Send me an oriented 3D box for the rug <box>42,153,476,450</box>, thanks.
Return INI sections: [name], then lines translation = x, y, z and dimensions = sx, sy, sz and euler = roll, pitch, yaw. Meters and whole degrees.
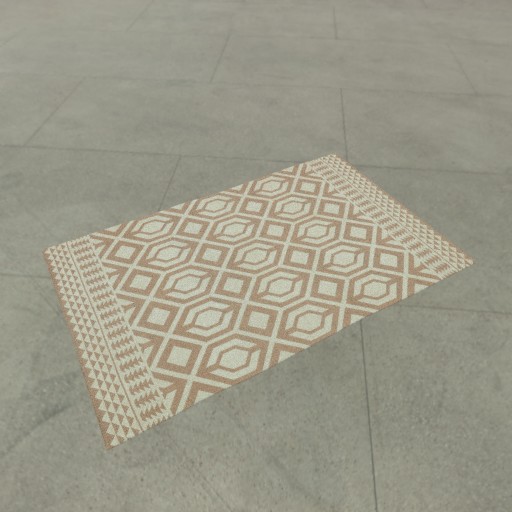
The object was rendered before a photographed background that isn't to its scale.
[rug]
translation = 0.000, 0.000, 2.920
dimensions = 2.435, 0.011, 1.526
euler = -22, 49, -21
